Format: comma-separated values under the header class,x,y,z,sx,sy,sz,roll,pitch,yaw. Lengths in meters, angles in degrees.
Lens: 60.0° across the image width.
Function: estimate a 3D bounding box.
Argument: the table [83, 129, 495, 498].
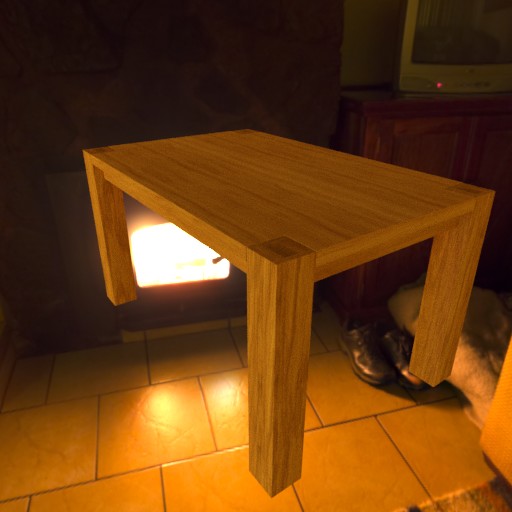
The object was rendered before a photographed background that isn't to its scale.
class,x,y,z,sx,sy,sz,roll,pitch,yaw
table,0.000,0.000,1.866,0.900,0.760,1.400,-17,31,-32
